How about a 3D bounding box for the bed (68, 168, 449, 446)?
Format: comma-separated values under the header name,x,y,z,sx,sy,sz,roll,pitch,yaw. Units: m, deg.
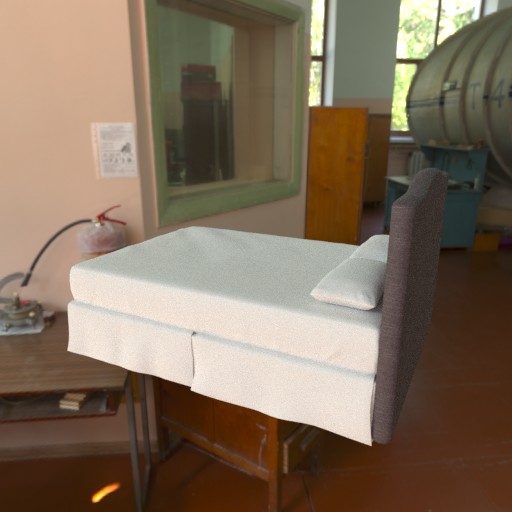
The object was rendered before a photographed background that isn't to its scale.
name,x,y,z,sx,sy,sz,roll,pitch,yaw
bed,0.000,0.000,3.457,2.507,1.441,1.741,8,18,26
